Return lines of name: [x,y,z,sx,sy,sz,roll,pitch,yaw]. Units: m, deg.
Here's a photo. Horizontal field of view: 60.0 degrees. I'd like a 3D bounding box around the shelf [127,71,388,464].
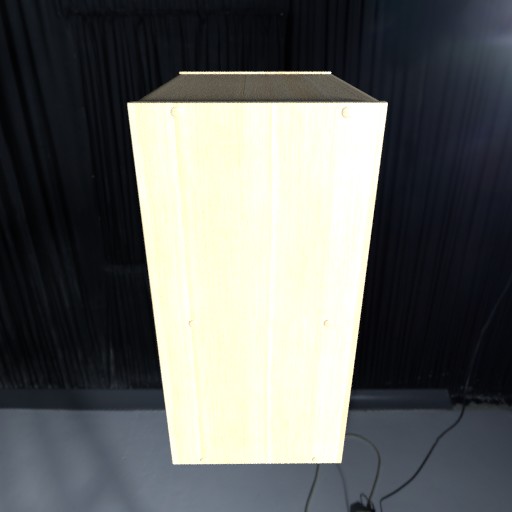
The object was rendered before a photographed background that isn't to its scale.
shelf: [0.000,0.000,0.809,0.290,0.592,0.414,0,27,0]
